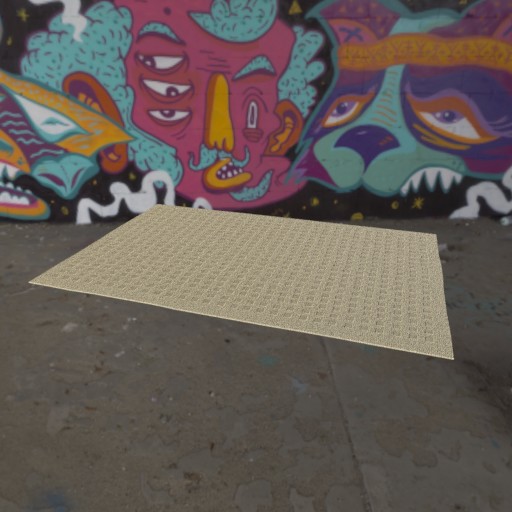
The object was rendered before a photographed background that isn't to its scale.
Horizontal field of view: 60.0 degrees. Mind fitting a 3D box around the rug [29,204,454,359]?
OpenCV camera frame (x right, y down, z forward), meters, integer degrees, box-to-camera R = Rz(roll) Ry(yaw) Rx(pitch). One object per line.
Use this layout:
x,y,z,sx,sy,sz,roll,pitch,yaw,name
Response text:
0.000,0.000,2.210,1.747,0.006,1.143,8,26,16,rug
